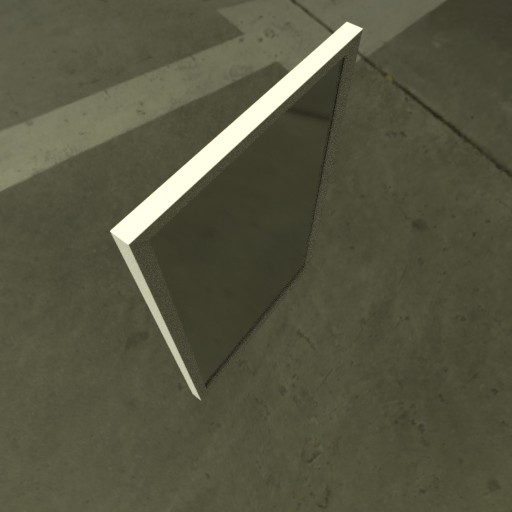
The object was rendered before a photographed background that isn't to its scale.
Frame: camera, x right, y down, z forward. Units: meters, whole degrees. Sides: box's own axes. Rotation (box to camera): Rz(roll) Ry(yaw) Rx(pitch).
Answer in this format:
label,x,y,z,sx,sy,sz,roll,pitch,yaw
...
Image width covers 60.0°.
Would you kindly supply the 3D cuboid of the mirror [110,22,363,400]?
label,x,y,z,sx,sy,sz,roll,pitch,yaw
mirror,0.000,0.000,1.114,0.041,0.914,0.609,34,65,18
